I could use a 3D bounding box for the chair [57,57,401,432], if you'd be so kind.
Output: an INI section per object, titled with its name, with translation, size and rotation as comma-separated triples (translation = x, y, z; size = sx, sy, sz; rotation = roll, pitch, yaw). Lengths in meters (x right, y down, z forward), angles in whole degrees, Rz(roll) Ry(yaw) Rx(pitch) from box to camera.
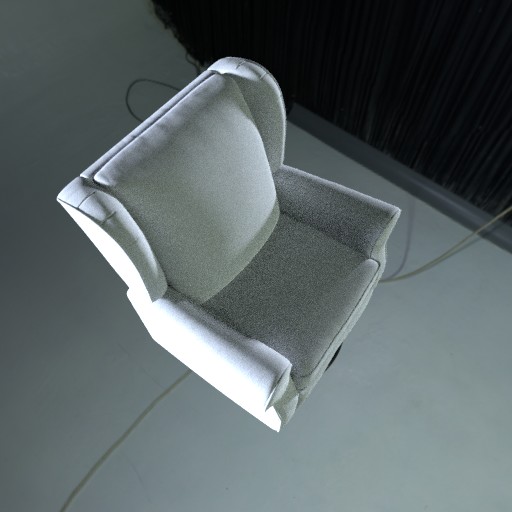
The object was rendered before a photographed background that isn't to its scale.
[chair]
translation = 0.000, 0.000, 1.668
size = 0.854, 0.967, 0.906
rotation = 32, 64, 17
